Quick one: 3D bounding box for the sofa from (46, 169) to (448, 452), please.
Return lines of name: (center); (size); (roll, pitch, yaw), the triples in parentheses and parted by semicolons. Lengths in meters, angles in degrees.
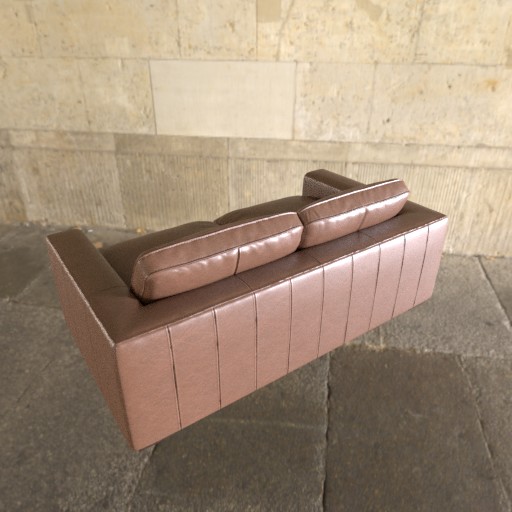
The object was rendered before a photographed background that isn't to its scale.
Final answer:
sofa: (0.000, 0.000, 2.432); (1.920, 0.800, 1.070); (-19, 34, -30)
